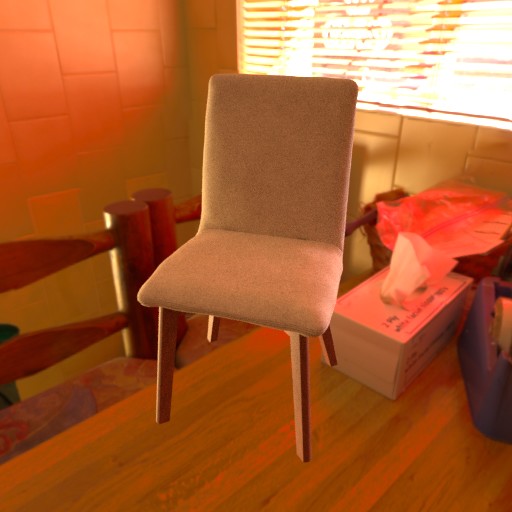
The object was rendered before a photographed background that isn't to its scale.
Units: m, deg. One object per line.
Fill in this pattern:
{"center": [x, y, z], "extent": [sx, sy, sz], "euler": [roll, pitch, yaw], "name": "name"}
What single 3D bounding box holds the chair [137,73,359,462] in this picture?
{"center": [0.000, 0.000, 1.325], "extent": [0.522, 0.974, 0.563], "euler": [8, 27, 16], "name": "chair"}
